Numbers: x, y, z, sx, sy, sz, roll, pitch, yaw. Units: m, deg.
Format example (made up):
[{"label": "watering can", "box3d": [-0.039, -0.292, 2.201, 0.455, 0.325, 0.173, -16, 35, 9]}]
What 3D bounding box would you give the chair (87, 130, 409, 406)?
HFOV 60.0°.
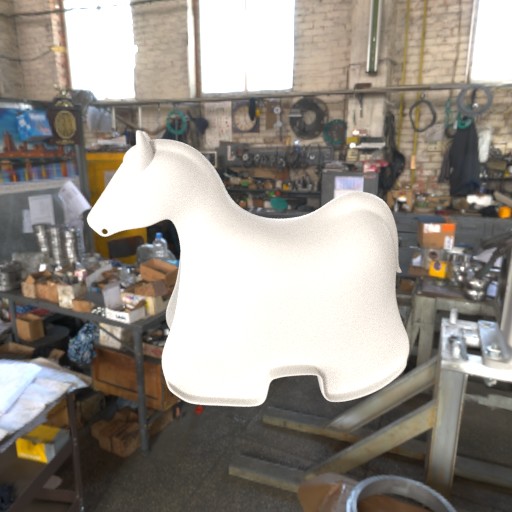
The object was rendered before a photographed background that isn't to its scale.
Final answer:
[{"label": "chair", "box3d": [0.000, 0.000, 1.130, 0.800, 0.612, 0.429, -2, 14, -9]}]
